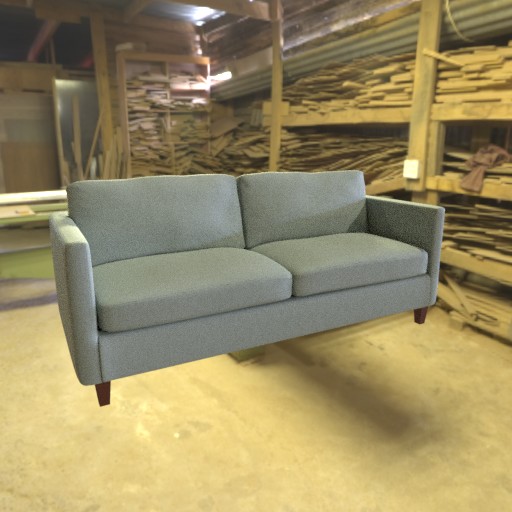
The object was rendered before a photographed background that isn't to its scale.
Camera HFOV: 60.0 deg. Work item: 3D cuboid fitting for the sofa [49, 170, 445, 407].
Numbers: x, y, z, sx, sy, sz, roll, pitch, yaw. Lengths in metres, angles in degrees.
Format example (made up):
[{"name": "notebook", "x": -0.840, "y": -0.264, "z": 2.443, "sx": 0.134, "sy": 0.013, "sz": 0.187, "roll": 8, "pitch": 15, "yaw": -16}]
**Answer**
[{"name": "sofa", "x": 0.000, "y": 0.000, "z": 2.692, "sx": 2.208, "sy": 0.965, "sz": 0.951, "roll": -7, "pitch": 16, "yaw": -27}]
